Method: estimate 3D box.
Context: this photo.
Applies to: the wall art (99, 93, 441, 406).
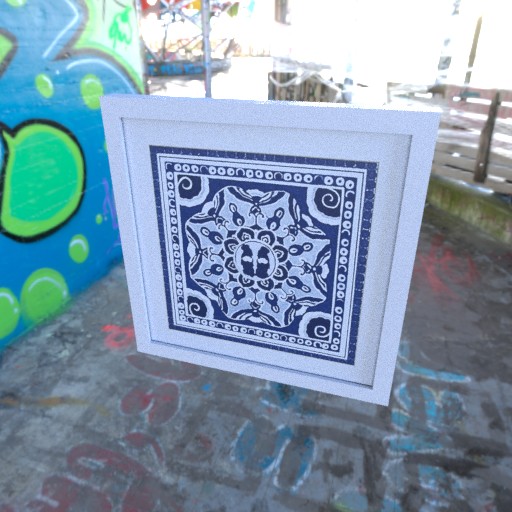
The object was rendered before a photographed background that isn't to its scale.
[{"bbox_3d":[0.000,0.000,0.534,0.355,0.355,0.027,8,28,16],"label":"wall art"}]
